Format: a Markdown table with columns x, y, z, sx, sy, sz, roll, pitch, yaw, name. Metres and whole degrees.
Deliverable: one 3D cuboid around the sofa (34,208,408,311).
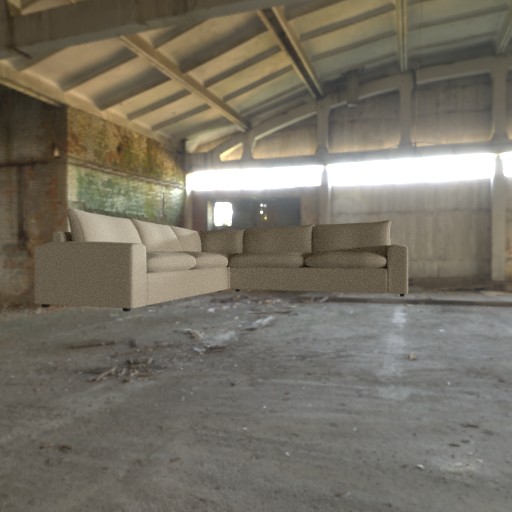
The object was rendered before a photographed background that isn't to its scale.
| x | y | z | sx | sy | sz | roll | pitch | yaw | name |
| --- | --- | --- | --- | --- | --- | --- | --- | --- | --- |
| 0.000 | 0.000 | 4.941 | 3.206 | 0.918 | 3.066 | 0 | 0 | 19 | sofa |
